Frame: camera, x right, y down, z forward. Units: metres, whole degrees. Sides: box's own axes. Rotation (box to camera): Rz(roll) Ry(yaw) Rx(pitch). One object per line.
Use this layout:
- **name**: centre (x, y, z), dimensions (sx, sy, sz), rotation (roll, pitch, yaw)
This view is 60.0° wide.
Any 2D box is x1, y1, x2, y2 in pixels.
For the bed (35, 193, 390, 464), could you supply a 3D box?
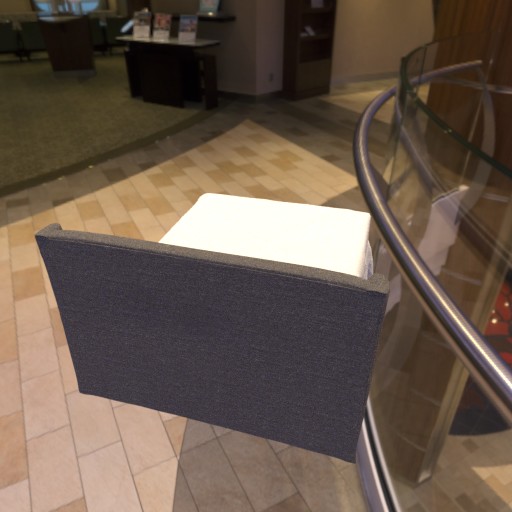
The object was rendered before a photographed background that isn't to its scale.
- **bed**: centre (0.000, 0.000, 3.465), dimensions (1.925, 1.332, 2.276), rotation (9, 33, 14)
